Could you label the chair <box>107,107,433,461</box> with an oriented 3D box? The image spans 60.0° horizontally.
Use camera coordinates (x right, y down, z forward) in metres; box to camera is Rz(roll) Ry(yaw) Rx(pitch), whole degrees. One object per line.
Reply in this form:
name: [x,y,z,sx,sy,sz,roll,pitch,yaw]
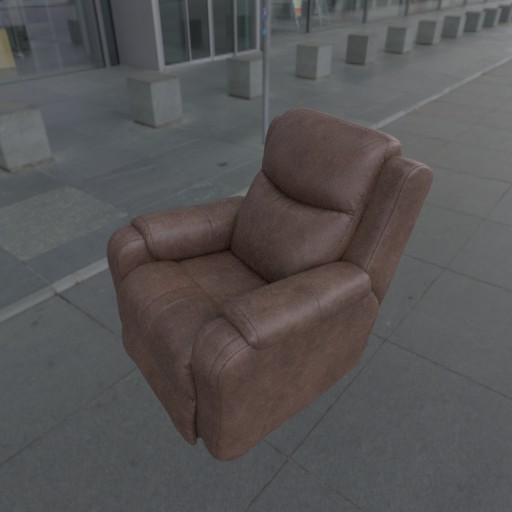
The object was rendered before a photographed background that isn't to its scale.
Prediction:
chair: [0.000,0.000,1.806,1.067,0.990,0.940,-21,39,-29]
